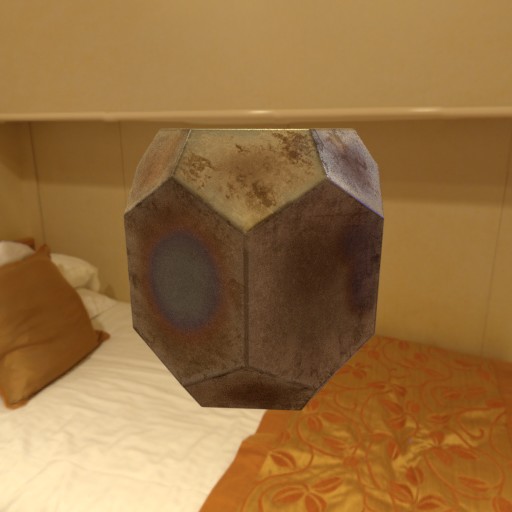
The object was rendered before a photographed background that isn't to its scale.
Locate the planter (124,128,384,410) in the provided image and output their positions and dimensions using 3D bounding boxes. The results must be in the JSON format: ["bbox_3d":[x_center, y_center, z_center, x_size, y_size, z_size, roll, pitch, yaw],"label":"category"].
[{"bbox_3d":[0.000,0.000,0.430,0.243,0.238,0.221,-8,18,-26],"label":"planter"}]
